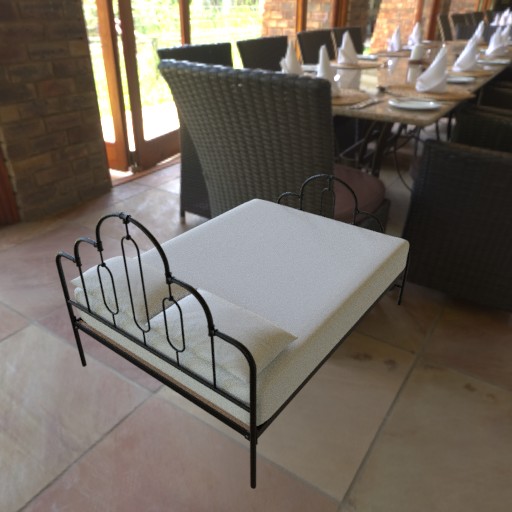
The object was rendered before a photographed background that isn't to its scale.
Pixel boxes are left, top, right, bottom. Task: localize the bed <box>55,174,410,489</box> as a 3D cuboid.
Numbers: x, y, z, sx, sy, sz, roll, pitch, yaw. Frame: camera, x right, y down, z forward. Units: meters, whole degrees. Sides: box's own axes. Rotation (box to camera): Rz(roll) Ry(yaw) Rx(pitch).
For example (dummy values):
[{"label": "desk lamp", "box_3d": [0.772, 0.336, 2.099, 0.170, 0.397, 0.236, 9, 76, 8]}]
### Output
[{"label": "bed", "box_3d": [0.000, 0.000, 3.278, 1.626, 1.444, 2.181, 20, 35, 32]}]
